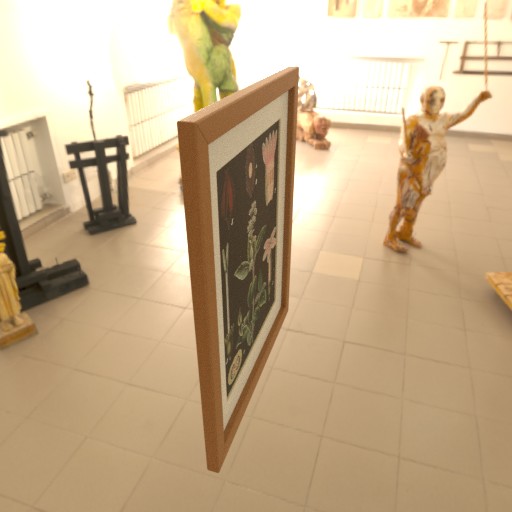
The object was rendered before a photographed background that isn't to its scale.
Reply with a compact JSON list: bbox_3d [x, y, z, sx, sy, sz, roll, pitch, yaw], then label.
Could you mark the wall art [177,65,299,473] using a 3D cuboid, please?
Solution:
[{"bbox_3d":[0.000,0.000,0.521,0.015,0.379,0.310,9,31,15],"label":"wall art"}]
